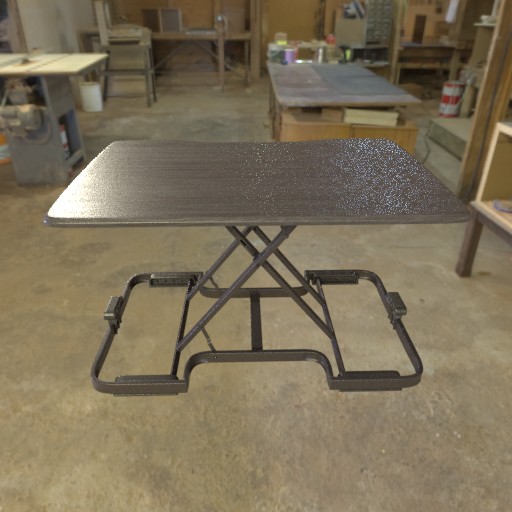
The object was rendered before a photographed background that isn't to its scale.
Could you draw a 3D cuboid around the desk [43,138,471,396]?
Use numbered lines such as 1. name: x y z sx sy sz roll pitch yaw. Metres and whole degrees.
1. desk: 0.000 0.000 1.157 0.820 0.470 0.546 -1 30 -1
